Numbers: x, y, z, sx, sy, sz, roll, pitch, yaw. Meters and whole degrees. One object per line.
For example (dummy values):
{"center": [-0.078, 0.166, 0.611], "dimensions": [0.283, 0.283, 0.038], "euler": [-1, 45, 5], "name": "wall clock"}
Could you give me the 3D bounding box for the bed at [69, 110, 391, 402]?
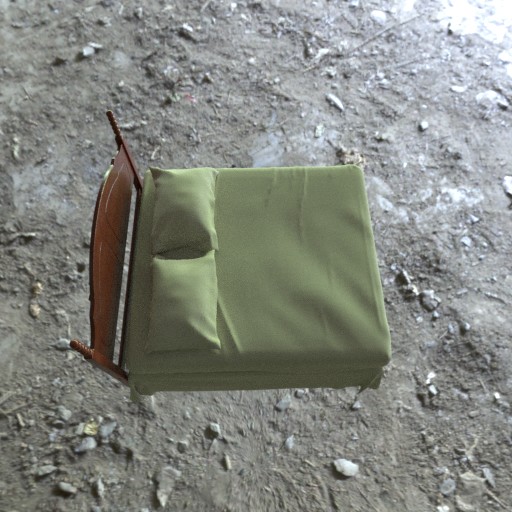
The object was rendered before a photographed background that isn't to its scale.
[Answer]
{"center": [0.000, 0.000, 3.297], "dimensions": [2.040, 1.356, 1.873], "euler": [-1, 65, -1], "name": "bed"}
